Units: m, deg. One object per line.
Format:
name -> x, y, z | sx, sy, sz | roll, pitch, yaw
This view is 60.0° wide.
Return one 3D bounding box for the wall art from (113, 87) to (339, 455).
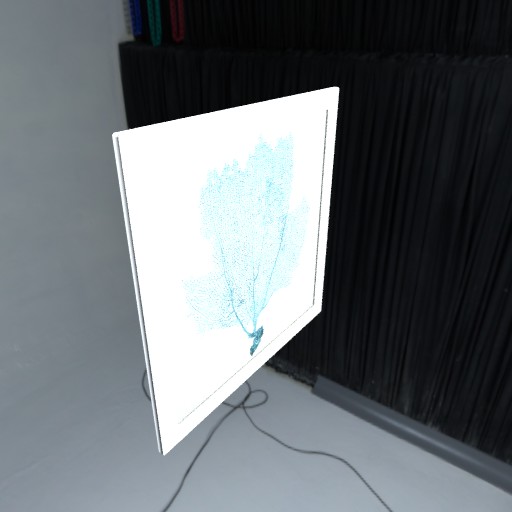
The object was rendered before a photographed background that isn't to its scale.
wall art -> 0.000, 0.000, 0.892 | 0.013, 0.584, 0.584 | 19, 33, 32
